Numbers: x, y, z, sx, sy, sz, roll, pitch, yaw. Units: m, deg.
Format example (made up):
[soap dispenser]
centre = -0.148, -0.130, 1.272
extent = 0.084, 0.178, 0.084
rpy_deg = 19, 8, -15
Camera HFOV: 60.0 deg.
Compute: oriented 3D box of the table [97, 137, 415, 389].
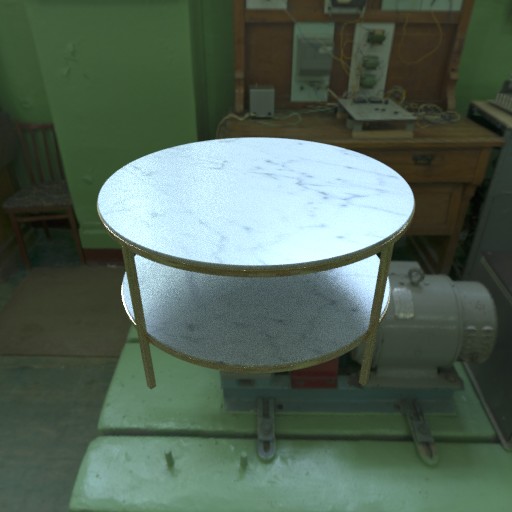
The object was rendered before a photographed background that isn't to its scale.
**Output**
[table]
centre = 0.000, 0.000, 1.279
extent = 0.800, 0.450, 0.800
rpy_deg = 0, 32, 0
